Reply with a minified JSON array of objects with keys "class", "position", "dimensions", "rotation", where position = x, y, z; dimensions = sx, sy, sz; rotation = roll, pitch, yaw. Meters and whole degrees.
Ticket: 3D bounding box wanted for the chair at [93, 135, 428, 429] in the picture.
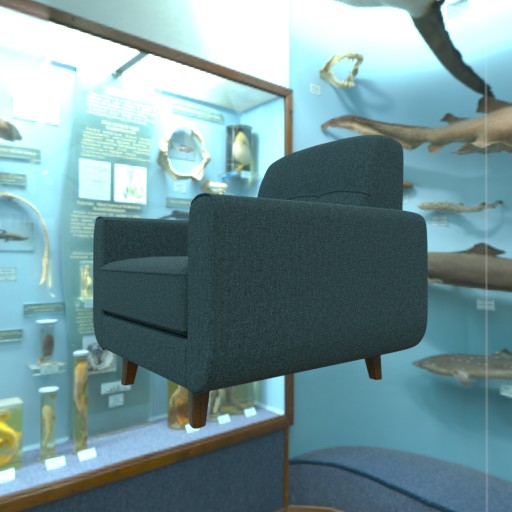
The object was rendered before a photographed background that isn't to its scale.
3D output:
[{"class":"chair","position":[0.000,0.000,1.669],"dimensions":[0.964,0.940,0.880],"rotation":[0,0,-37]}]
